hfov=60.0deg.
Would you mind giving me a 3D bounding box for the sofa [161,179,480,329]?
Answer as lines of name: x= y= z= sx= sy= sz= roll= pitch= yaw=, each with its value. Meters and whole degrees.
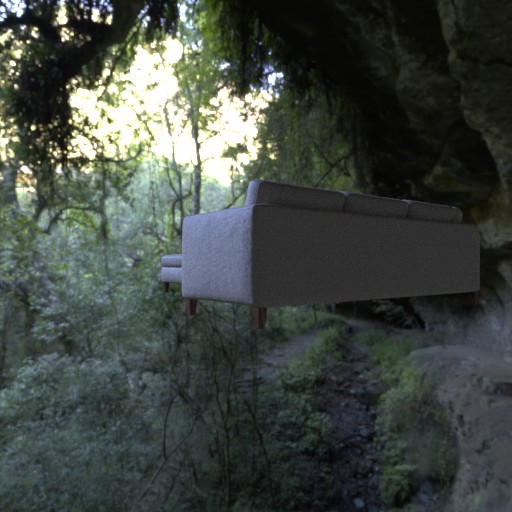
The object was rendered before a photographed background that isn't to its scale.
sofa: x=0.000 y=0.000 z=4.570 sx=2.551 sy=0.889 sz=3.403 roll=1 pitch=-1 yaw=-36
